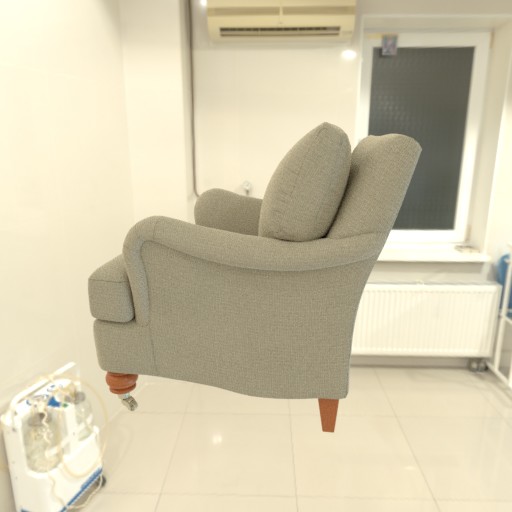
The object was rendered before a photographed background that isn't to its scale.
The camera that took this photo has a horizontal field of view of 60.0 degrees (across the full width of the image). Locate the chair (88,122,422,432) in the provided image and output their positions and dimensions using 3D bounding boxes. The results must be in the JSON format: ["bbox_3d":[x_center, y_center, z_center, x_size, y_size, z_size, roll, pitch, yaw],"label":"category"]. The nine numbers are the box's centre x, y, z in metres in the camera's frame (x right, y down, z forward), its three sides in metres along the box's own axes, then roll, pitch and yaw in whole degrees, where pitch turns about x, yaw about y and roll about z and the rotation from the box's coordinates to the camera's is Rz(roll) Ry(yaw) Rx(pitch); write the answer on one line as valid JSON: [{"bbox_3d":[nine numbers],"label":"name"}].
[{"bbox_3d":[0.000,0.000,1.835,1.070,1.038,0.955,2,15,8],"label":"chair"}]
